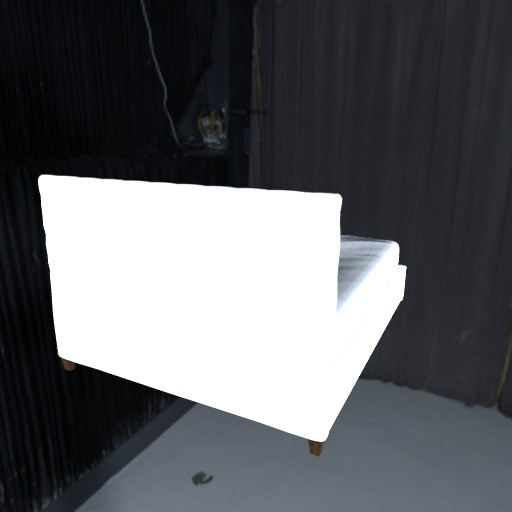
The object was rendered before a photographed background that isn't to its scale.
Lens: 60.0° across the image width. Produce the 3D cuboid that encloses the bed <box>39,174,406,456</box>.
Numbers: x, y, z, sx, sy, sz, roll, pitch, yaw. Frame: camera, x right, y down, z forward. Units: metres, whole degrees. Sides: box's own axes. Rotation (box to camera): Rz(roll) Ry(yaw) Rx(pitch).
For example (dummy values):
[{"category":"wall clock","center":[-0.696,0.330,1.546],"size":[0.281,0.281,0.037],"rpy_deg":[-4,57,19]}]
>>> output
[{"category":"bed","center":[0.000,0.000,3.656],"size":[2.078,1.427,2.387],"rpy_deg":[8,18,26]}]
